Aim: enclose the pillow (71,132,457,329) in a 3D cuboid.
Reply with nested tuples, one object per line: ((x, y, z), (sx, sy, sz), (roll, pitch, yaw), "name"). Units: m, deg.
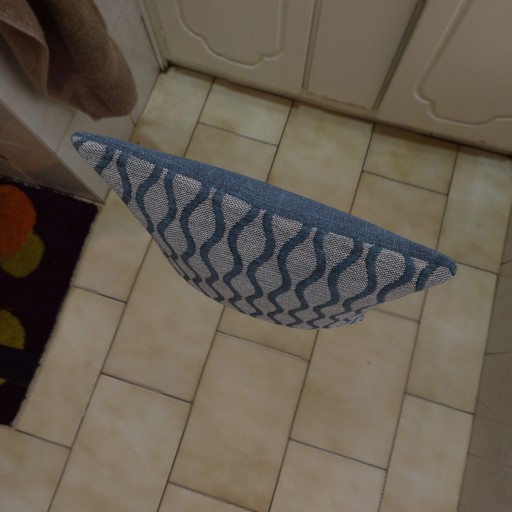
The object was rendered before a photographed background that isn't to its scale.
((0.000, 0.000, 0.667), (0.435, 0.435, 0.159), (19, 77, 5), "pillow")
